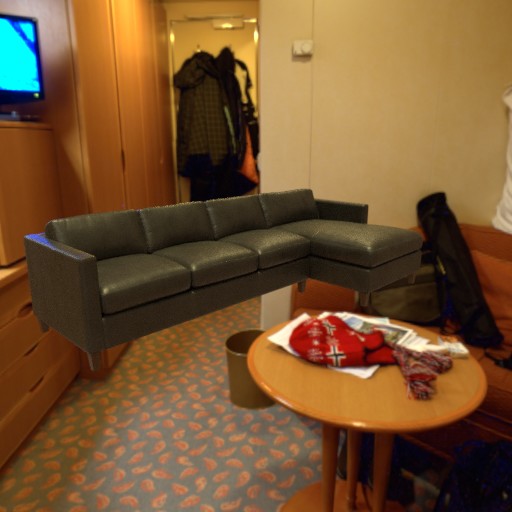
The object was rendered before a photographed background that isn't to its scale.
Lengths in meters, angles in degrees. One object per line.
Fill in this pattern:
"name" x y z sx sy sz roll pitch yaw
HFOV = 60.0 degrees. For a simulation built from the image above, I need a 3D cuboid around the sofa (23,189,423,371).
"sofa" 0.000 0.000 3.838 1.581 0.883 3.203 14 20 43
